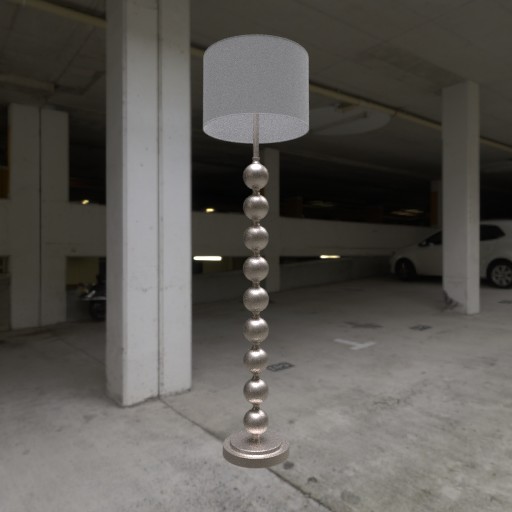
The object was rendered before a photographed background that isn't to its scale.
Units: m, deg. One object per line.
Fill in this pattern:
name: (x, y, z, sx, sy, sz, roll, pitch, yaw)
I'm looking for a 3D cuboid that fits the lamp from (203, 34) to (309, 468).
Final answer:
lamp: (0.000, 0.000, 1.660, 0.394, 1.474, 0.394, 0, 0, -37)
